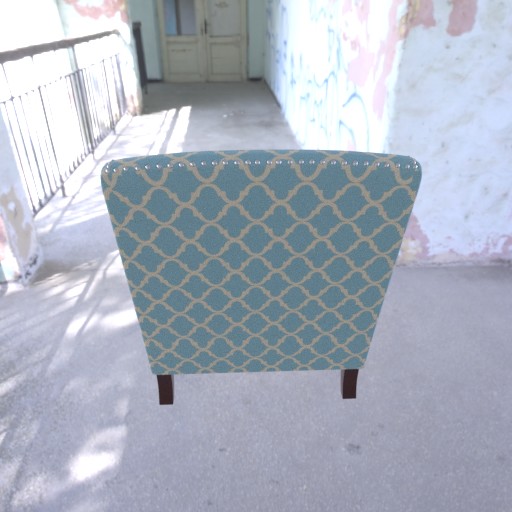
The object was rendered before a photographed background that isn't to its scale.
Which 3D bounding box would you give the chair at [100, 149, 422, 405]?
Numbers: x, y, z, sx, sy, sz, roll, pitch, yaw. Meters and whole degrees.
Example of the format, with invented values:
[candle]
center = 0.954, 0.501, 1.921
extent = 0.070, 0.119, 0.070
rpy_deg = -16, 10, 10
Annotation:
[chair]
center = 0.000, 0.000, 1.313
extent = 0.617, 0.817, 0.686
rpy_deg = -1, 30, -2
